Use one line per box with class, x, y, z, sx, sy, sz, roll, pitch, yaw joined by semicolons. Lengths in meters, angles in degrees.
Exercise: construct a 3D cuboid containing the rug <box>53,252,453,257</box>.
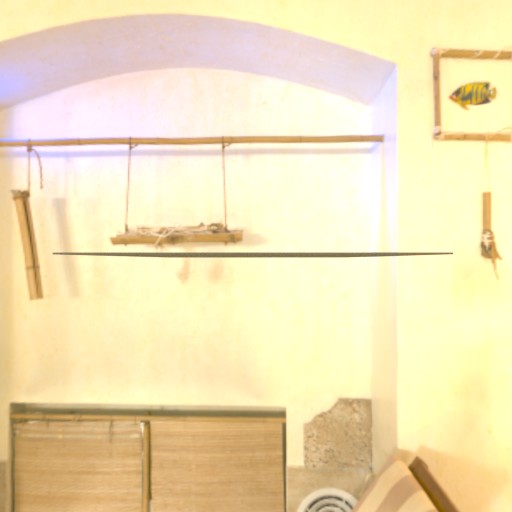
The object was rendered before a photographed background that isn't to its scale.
rug;0.000;0.000;2.877;1.600;0.008;2.235;0;-1;1
